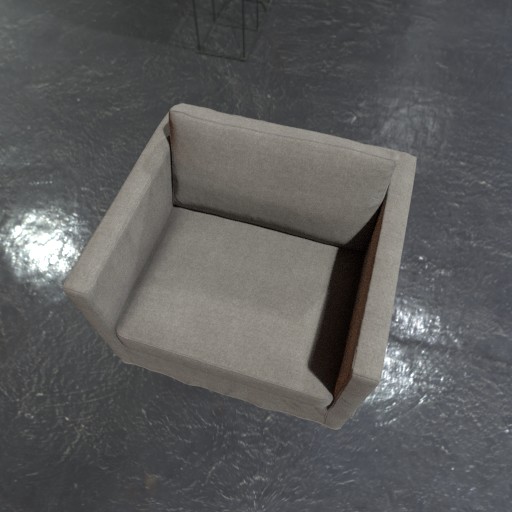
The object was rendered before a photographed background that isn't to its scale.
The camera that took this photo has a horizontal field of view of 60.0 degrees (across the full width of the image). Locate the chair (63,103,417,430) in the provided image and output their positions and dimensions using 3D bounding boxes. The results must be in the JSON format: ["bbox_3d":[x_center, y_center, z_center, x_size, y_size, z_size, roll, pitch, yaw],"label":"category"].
[{"bbox_3d":[0.000,0.000,1.783,1.057,0.863,0.949,15,60,9],"label":"chair"}]
